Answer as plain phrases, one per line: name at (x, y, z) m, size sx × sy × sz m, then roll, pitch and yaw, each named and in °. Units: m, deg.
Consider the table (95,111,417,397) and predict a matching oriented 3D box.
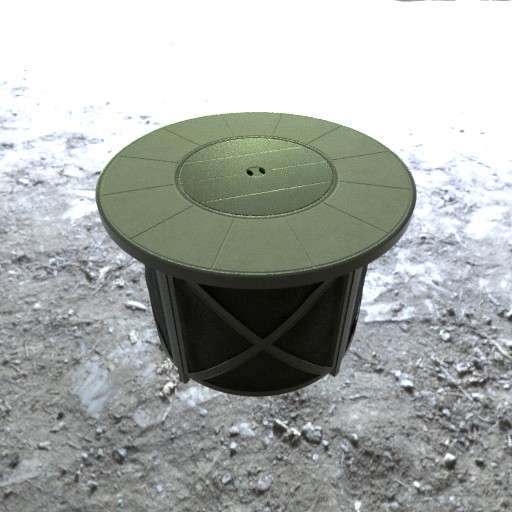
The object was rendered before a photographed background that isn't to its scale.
table at (0.000, 0.000, 1.517) m, size 0.914 × 0.650 × 0.914 m, roll 0°, pitch 40°, yaw 0°
